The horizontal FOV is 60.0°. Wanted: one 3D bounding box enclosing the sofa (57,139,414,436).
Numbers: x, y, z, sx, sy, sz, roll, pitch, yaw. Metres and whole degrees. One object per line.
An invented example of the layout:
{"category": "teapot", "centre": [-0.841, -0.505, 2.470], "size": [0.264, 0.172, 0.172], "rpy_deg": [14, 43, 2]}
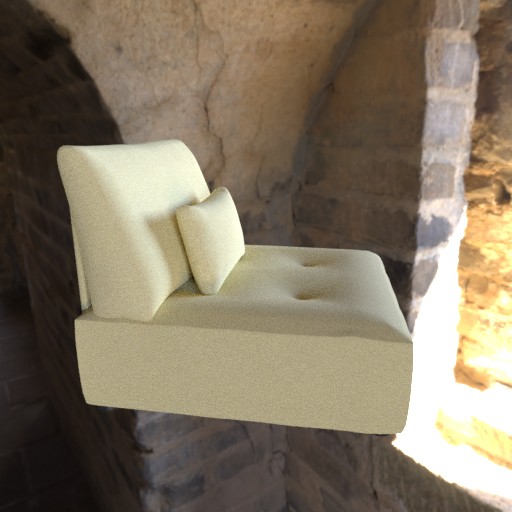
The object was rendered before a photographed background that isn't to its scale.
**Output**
{"category": "sofa", "centre": [0.000, 0.000, 1.646], "size": [1.000, 0.820, 0.930], "rpy_deg": [3, 16, 9]}
